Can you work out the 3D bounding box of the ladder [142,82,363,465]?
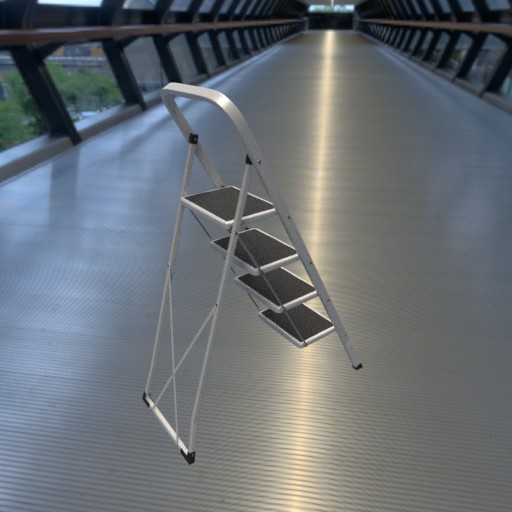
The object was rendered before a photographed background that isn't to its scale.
[{"bbox_3d":[0.000,0.000,1.711,0.914,1.265,0.460,-19,33,-33],"label":"ladder"}]
